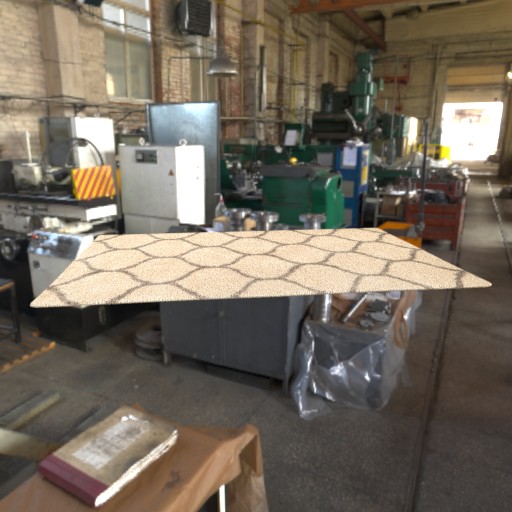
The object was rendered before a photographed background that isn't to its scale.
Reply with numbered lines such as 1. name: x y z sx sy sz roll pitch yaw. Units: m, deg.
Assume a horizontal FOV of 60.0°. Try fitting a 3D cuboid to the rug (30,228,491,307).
1. rug: 0.000 0.000 3.415 2.701 0.026 1.801 -2 15 -7
